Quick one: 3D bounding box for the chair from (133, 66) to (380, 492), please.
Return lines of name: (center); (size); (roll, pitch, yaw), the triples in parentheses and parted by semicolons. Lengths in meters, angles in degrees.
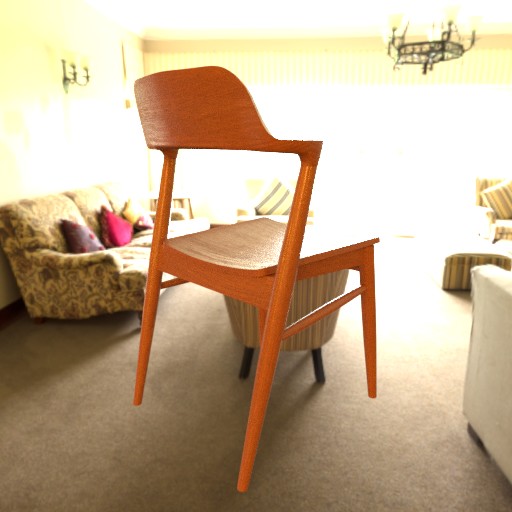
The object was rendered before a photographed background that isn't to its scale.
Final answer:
chair: (0.000, 0.000, 1.094); (0.499, 0.801, 0.496); (-14, 20, -42)
